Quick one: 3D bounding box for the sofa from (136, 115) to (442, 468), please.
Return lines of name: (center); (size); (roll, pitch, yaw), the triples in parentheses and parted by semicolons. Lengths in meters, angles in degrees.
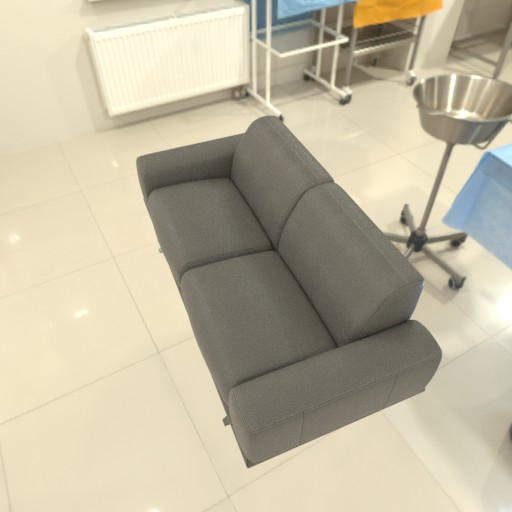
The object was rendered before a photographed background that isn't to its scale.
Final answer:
sofa: (0.000, 0.000, 2.379); (0.900, 0.772, 1.901); (-17, 48, -16)
